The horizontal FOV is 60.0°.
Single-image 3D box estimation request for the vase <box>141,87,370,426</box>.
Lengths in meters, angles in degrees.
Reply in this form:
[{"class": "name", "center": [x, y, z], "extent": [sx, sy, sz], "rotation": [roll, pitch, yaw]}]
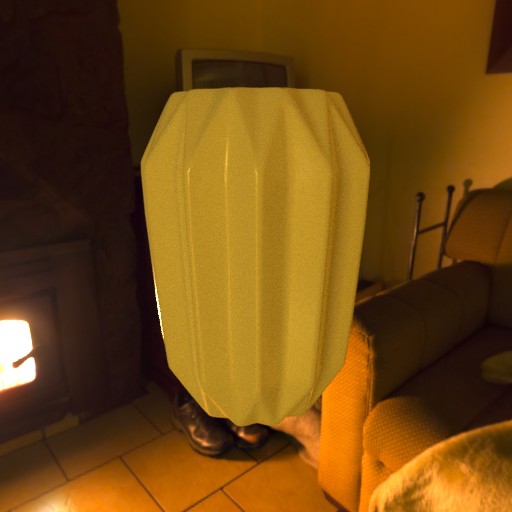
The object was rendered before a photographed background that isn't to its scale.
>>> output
[{"class": "vase", "center": [0.000, 0.000, 0.399], "extent": [0.195, 0.275, 0.195], "rotation": [0, 16, 0]}]
